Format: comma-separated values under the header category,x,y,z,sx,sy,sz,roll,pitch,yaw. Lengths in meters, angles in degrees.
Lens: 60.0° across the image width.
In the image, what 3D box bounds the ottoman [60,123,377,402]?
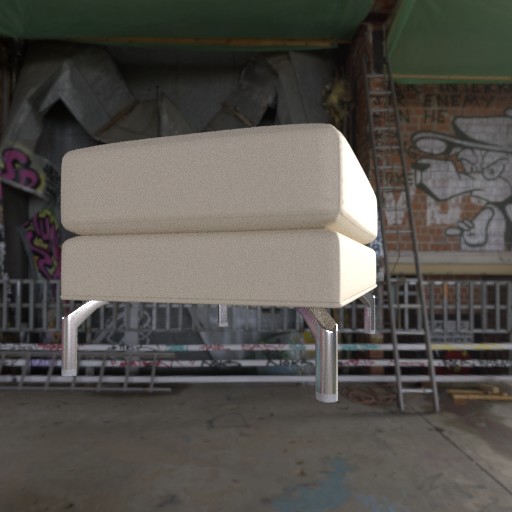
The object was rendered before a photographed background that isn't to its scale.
category,x,y,z,sx,sy,sz,roll,pitch,yaw
ottoman,0.000,0.000,1.190,0.581,0.497,0.835,0,-1,19
